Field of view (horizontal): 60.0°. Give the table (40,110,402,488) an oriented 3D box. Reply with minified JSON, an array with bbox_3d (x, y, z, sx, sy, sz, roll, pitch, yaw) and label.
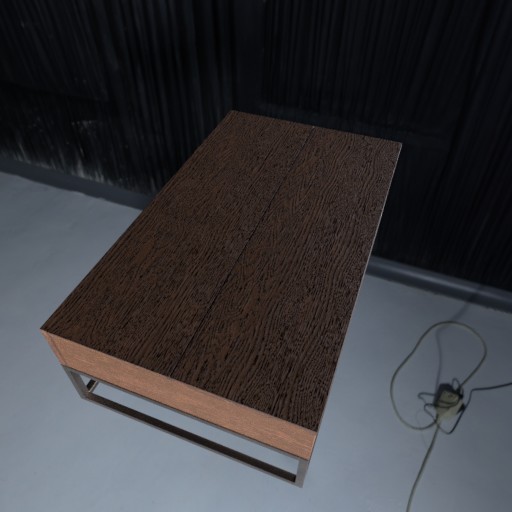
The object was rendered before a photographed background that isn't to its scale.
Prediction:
[{"bbox_3d":[0.000,0.000,1.496,0.719,0.361,1.167,16,48,15],"label":"table"}]
